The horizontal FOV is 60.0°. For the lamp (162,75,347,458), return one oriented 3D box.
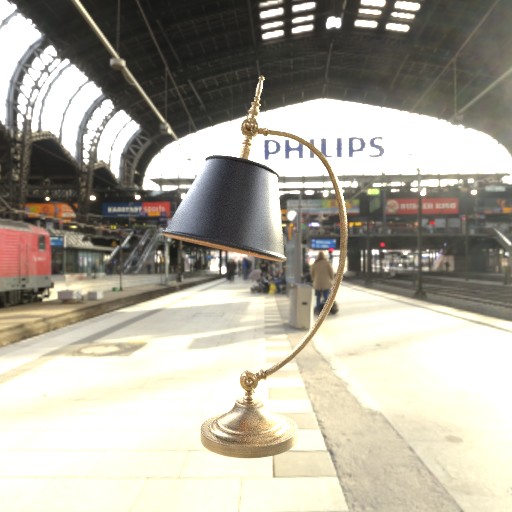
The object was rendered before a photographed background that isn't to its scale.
[{"bbox_3d":[0.000,0.000,0.826,0.344,0.675,0.235,0,-1,-1],"label":"lamp"}]
